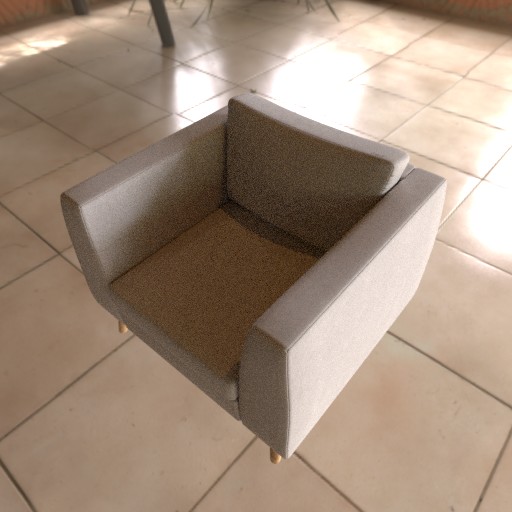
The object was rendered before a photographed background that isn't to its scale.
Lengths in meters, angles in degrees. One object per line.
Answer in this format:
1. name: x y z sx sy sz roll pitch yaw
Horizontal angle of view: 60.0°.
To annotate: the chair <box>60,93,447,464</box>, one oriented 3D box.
1. chair: 0.000 0.000 1.672 1.000 0.860 0.930 31 53 27
